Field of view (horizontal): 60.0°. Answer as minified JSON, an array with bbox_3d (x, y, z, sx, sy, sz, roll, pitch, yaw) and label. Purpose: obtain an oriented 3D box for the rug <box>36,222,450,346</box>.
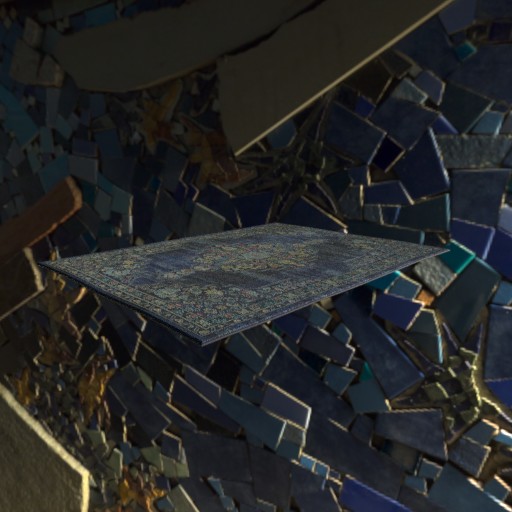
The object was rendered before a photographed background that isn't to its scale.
[{"bbox_3d":[0.000,0.000,4.788,3.612,0.035,2.716,-13,19,-43],"label":"rug"}]
